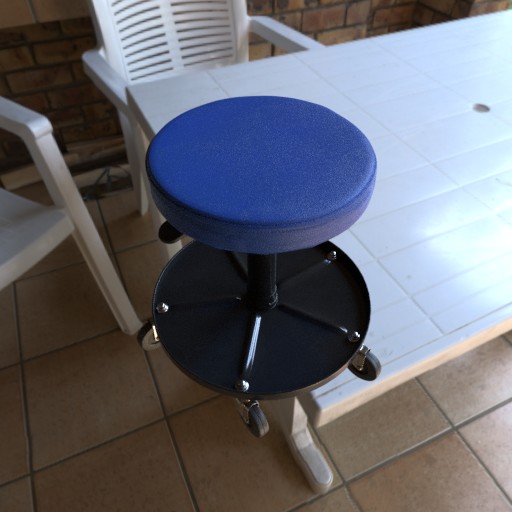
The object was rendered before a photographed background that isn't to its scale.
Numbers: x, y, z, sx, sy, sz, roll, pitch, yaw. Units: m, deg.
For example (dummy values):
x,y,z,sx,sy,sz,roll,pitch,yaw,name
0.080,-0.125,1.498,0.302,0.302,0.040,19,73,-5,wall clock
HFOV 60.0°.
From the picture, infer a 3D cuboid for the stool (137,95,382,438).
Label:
x,y,z,sx,sy,sz,roll,pitch,yaw,name
0.000,0.000,0.649,0.382,0.365,0.381,-23,50,-21,stool
